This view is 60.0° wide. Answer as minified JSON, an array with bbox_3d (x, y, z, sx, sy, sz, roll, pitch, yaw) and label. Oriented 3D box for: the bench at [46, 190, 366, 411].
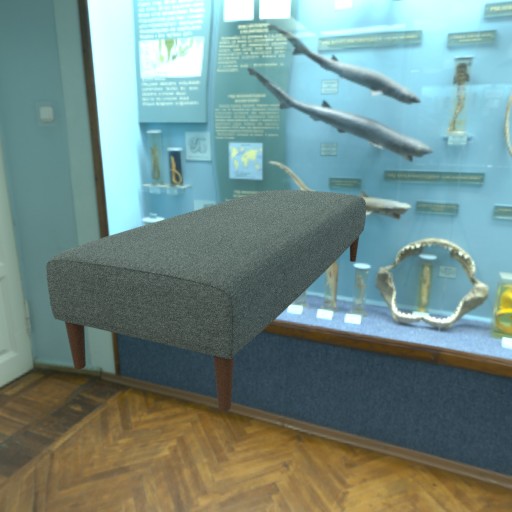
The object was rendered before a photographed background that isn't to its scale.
[{"bbox_3d":[0.000,0.000,1.869,0.631,0.384,1.598,7,17,24],"label":"bench"}]
